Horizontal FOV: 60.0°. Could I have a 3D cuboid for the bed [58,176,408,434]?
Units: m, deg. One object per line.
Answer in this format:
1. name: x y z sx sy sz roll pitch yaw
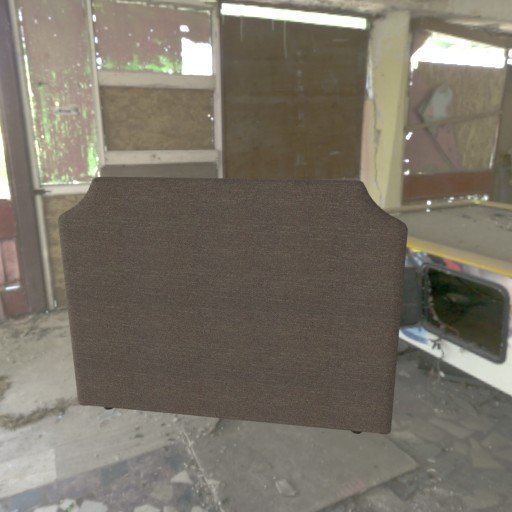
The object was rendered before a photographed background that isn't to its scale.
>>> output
1. bed: 0.000 0.000 3.181 1.693 1.290 2.116 2 16 8
